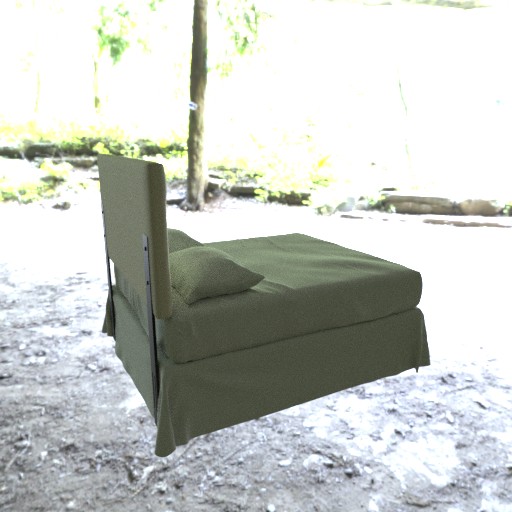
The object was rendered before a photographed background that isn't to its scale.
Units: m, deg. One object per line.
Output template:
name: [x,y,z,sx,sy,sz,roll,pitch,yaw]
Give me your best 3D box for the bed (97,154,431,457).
bed: [0.000,0.000,3.528,2.222,1.577,1.936,-8,16,-27]
